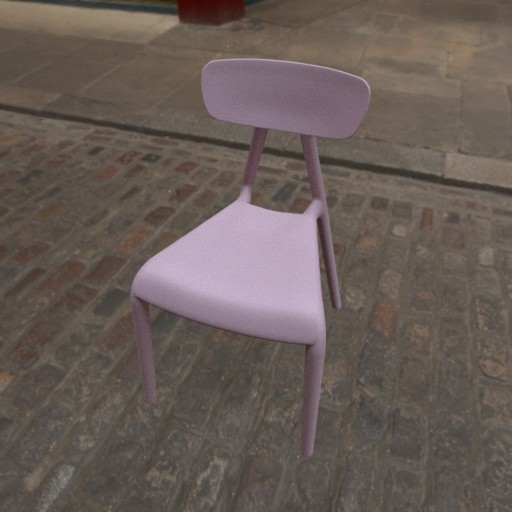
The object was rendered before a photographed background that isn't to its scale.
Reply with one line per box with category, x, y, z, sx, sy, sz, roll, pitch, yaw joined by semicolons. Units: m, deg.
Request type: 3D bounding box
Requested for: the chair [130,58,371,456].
chair;0.000;0.000;0.819;0.356;0.580;0.401;13;44;14
